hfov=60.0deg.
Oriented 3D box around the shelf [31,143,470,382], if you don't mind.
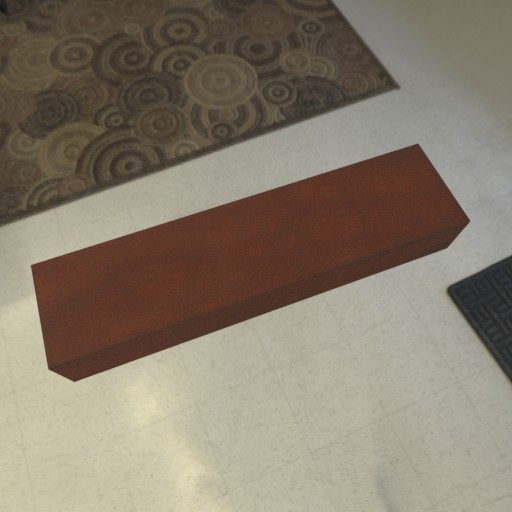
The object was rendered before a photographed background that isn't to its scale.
[{"bbox_3d":[0.000,0.000,0.666,0.607,0.088,0.152,-19,66,-9],"label":"shelf"}]
